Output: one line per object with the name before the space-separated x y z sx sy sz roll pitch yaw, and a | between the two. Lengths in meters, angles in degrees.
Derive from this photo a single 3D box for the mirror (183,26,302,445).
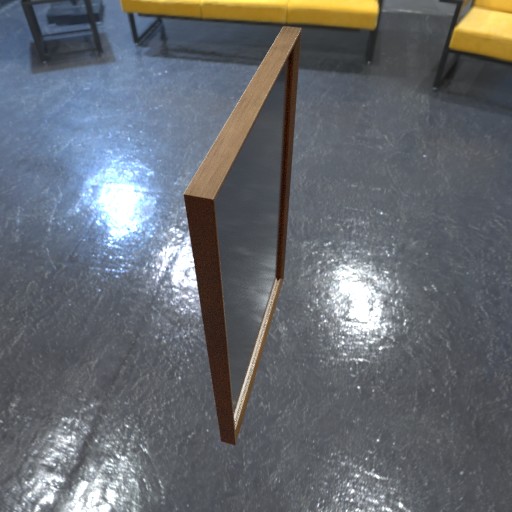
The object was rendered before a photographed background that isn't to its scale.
mirror | 0.000 0.000 0.907 0.039 0.711 0.508 11 48 10
